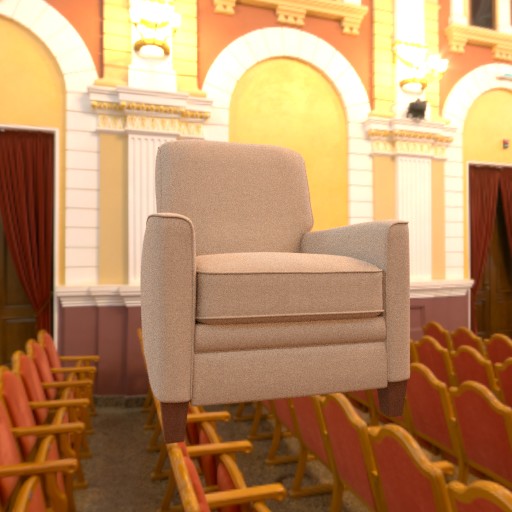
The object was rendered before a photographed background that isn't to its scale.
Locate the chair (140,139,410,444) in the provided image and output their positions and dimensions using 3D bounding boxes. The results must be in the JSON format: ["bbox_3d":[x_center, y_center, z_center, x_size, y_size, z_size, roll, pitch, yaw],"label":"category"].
[{"bbox_3d":[0.000,0.000,1.670,0.841,1.023,0.858,0,0,-17],"label":"chair"}]
